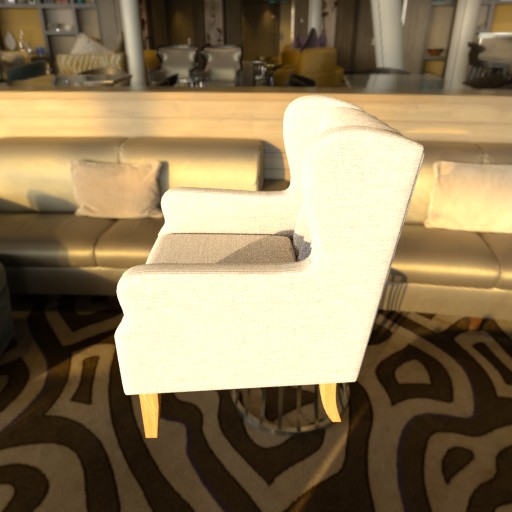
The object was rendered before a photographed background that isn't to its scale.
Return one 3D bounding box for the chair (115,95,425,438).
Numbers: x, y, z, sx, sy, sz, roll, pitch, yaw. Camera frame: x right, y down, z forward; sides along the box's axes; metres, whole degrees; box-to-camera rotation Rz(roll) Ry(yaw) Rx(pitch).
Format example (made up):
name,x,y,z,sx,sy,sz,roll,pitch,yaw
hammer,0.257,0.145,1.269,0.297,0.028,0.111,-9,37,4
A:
name,x,y,z,sx,sy,sz,roll,pitch,yaw
chair,0.000,0.000,1.453,0.760,0.930,0.710,-1,26,-1
